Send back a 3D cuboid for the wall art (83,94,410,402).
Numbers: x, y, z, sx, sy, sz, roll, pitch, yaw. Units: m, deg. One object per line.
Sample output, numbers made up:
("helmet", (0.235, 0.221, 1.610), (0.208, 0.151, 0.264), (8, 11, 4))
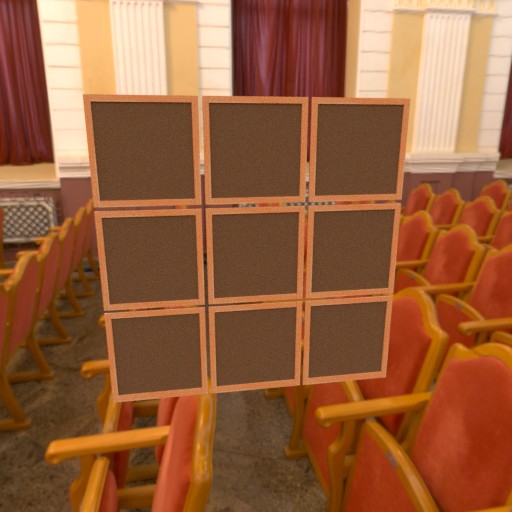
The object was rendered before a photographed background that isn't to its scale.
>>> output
("wall art", (0.000, 0.000, 2.245), (1.520, 1.525, 0.013), (-3, 16, -9))
